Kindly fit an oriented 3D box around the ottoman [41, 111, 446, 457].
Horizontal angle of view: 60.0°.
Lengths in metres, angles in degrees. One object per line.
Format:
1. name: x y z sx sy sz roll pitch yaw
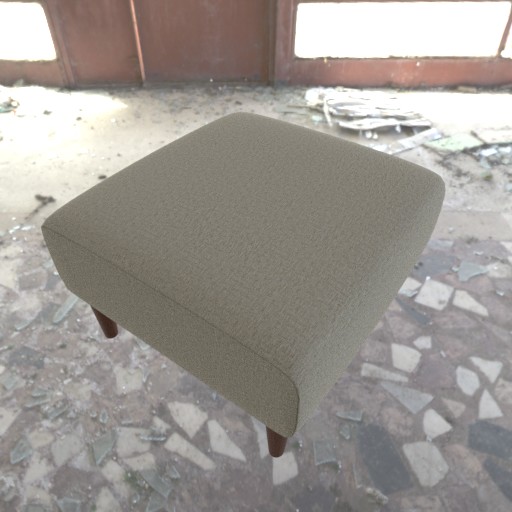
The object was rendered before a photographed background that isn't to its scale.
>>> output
1. ottoman: 0.000 0.000 1.050 0.648 0.399 0.655 26 48 26
